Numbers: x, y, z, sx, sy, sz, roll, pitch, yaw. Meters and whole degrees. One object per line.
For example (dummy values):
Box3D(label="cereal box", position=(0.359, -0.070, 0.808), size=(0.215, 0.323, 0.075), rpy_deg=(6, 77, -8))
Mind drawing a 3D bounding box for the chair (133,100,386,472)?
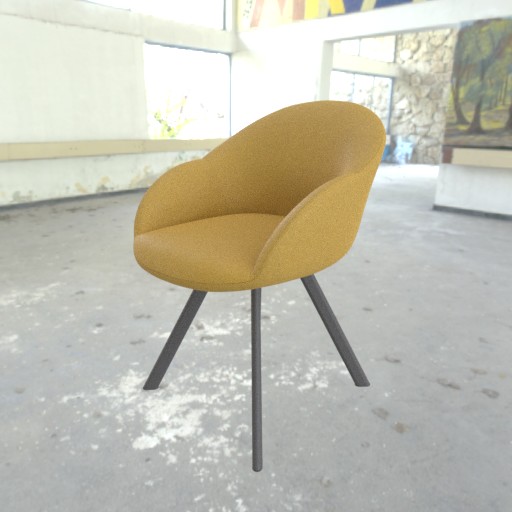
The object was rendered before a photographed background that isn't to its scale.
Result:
Box3D(label="chair", position=(0.000, 0.000, 1.170), size=(0.551, 0.793, 0.583), rpy_deg=(16, 23, 42))
